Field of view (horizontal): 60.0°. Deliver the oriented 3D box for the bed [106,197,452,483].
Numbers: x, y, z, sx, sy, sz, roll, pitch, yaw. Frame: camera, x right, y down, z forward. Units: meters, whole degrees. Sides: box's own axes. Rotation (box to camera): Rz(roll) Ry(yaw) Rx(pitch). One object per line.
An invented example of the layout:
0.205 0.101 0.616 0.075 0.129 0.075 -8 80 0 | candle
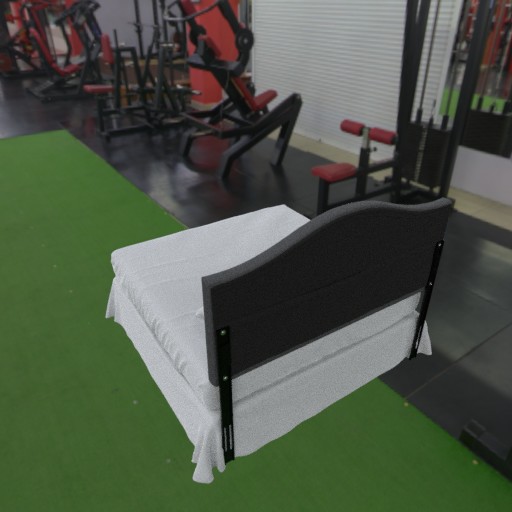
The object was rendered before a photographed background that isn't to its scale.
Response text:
0.000 0.000 3.762 2.314 1.651 2.219 -18 35 -28 | bed
